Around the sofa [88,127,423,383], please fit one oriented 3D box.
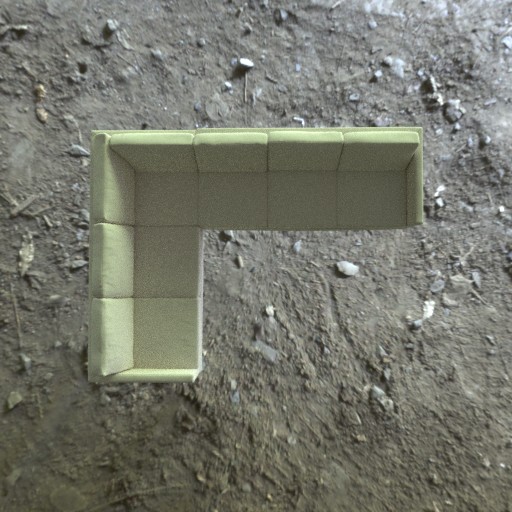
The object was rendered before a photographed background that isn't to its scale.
[{"bbox_3d":[0.000,0.000,4.433,3.182,0.863,2.432,0,89,1],"label":"sofa"}]
